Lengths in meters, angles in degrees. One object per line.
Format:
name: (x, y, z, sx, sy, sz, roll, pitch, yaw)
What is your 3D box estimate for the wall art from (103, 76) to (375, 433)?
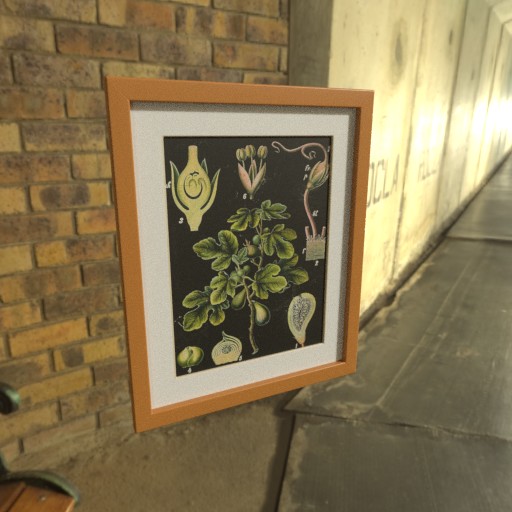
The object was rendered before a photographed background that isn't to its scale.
wall art: (0.000, 0.000, 0.523, 0.310, 0.379, 0.015, -7, 17, -25)
